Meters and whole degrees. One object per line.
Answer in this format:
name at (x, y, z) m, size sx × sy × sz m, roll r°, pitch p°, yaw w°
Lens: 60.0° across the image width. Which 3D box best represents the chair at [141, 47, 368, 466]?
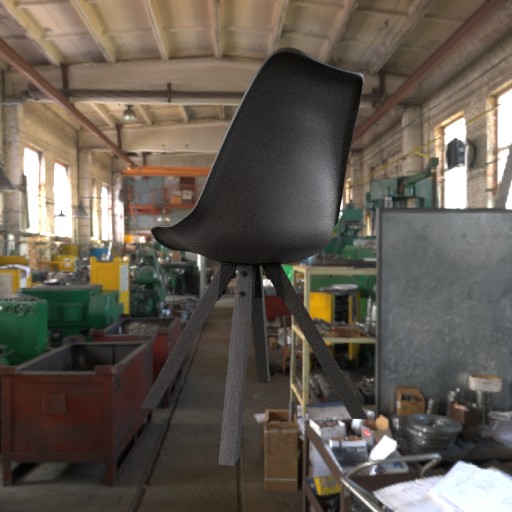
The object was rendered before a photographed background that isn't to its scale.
chair at (0.000, 0.000, 1.174) m, size 0.485 × 0.850 × 0.550 m, roll 0°, pitch 1°, yaw -37°
